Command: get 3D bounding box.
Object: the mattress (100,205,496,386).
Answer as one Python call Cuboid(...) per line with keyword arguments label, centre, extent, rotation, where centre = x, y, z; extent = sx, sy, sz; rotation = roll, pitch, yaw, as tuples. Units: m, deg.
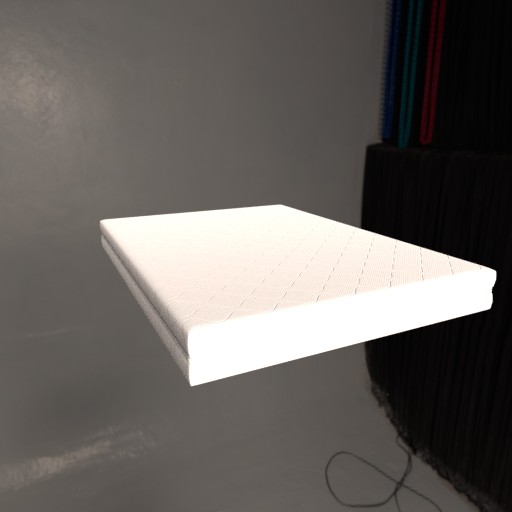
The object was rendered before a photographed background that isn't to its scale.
Cuboid(label="mattress", centre=(0.000, 0.000, 2.465), extent=(1.400, 0.200, 1.900), rotation=(-8, 18, -25))
